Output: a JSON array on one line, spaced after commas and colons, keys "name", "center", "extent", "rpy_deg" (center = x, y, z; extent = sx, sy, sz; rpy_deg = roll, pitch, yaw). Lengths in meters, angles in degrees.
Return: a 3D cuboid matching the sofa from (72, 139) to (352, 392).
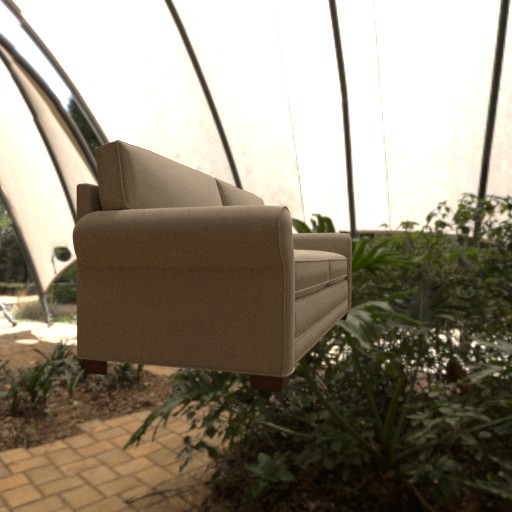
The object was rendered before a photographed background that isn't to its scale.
[{"name": "sofa", "center": [0.000, 0.000, 2.610], "extent": [0.901, 0.962, 2.146], "rpy_deg": [0, 0, 18]}]
